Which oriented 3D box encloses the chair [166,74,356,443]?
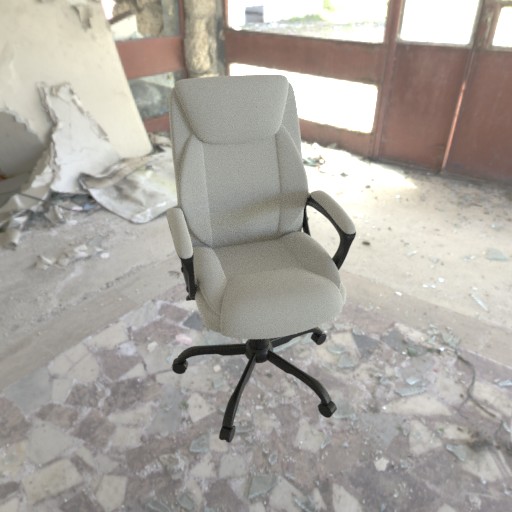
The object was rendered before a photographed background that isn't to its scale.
[{"bbox_3d":[0.000,0.000,1.513,0.663,1.065,0.669,-9,34,-13],"label":"chair"}]
